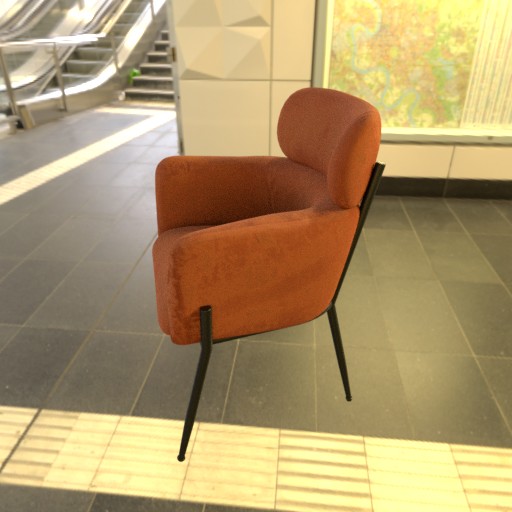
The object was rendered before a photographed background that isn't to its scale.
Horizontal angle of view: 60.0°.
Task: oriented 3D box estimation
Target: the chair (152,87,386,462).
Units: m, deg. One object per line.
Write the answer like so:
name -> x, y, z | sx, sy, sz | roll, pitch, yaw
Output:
chair -> 0.000, 0.000, 1.146 | 0.523, 0.772, 0.561 | -7, 30, -12
